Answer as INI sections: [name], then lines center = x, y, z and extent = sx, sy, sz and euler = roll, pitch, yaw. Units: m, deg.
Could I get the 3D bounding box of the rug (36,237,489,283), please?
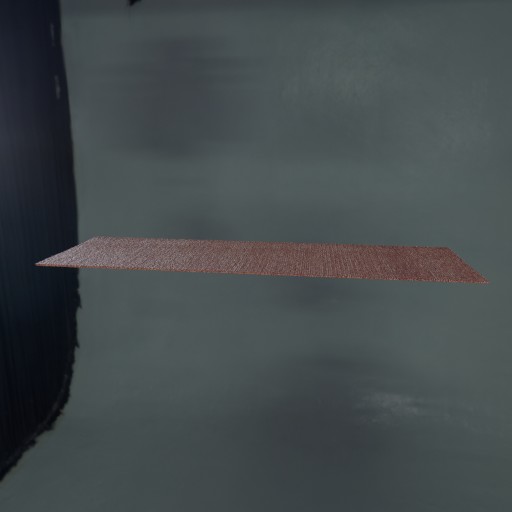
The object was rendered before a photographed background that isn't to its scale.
[rug]
center = 0.000, 0.000, 2.555
extent = 2.307, 0.012, 0.687
euler = 2, 15, 7
